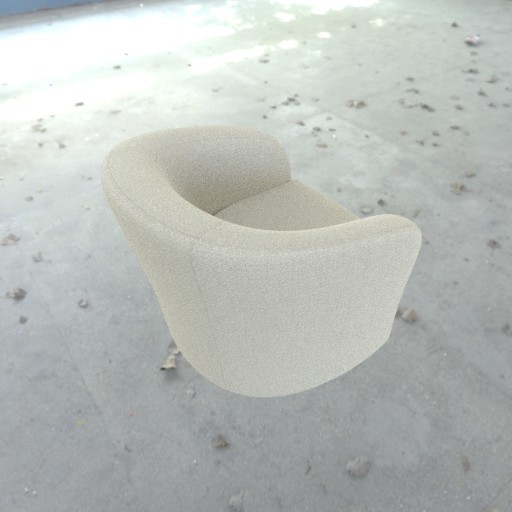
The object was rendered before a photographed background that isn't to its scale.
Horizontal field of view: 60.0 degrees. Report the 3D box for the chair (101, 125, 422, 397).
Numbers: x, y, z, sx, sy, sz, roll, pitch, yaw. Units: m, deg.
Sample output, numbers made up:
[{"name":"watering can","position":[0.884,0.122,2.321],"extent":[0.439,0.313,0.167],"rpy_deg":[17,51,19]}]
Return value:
[{"name":"chair","position":[0.000,0.000,1.451],"extent":[0.815,0.771,0.791],"rpy_deg":[-24,46,-26]}]
